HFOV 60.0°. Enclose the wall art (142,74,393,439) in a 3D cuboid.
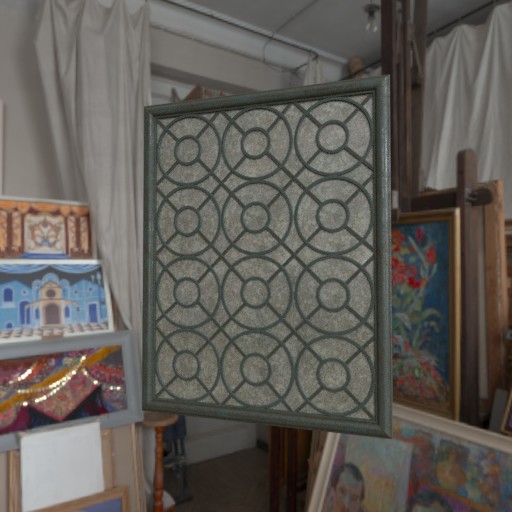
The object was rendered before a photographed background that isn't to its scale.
[{"bbox_3d":[0.000,0.000,1.314,0.767,0.983,0.030,-1,-2,18],"label":"wall art"}]
